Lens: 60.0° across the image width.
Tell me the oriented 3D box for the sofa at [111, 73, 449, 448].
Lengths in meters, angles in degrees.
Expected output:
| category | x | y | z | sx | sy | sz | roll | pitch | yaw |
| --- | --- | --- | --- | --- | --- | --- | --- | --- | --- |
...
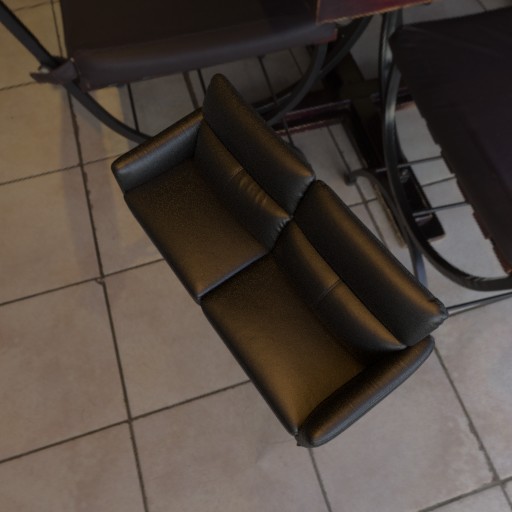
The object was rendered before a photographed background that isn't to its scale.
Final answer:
| category | x | y | z | sx | sy | sz | roll | pitch | yaw |
| --- | --- | --- | --- | --- | --- | --- | --- | --- | --- |
| sofa | 0.000 | 0.000 | 2.603 | 0.856 | 0.957 | 2.069 | -34 | 69 | -14 |
